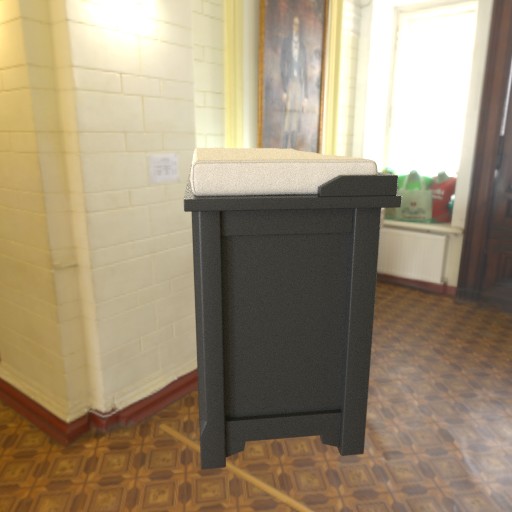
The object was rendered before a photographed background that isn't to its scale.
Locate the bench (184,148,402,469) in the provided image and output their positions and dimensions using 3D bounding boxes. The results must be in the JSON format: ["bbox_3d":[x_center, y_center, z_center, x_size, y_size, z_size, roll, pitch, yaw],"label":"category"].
[{"bbox_3d":[0.000,0.000,1.208,0.345,0.561,0.973,-2,15,-7],"label":"bench"}]
